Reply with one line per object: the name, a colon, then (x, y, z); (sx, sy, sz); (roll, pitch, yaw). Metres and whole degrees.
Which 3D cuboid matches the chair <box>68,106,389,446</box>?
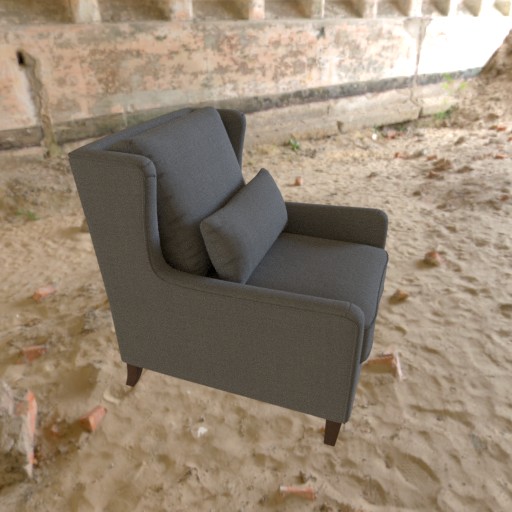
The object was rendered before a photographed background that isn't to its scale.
chair: (0.000, 0.000, 1.839); (1.040, 1.056, 0.866); (10, 30, 17)
